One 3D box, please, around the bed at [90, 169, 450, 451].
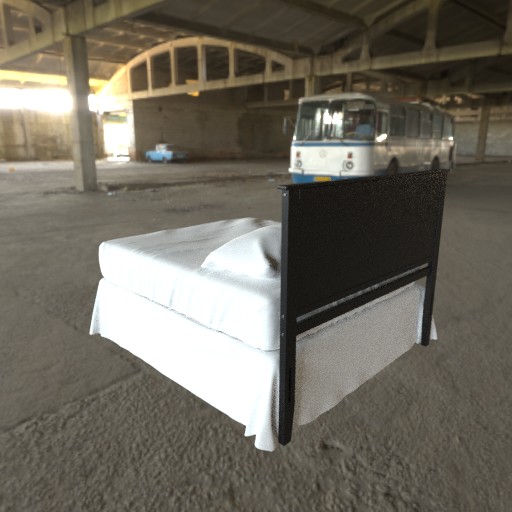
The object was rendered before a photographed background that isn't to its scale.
[{"bbox_3d":[0.000,0.000,3.256,1.870,1.270,2.050,-14,20,-43],"label":"bed"}]
